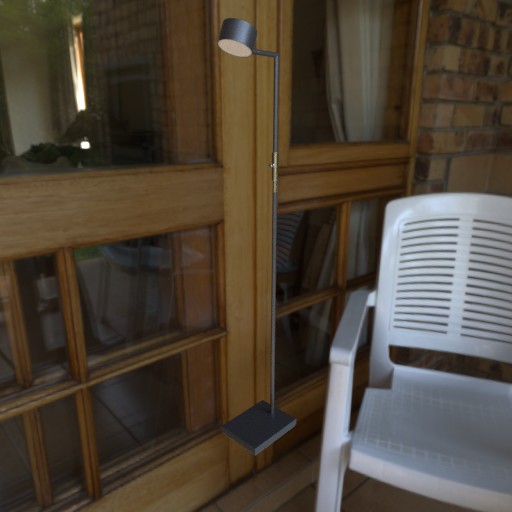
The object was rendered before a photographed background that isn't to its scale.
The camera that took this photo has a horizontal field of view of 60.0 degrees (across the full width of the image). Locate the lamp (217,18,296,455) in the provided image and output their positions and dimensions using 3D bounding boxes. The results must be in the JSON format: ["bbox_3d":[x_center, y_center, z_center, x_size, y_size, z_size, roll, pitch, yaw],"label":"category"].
[{"bbox_3d":[0.000,0.000,1.699,0.203,1.600,0.304,15,23,41],"label":"lamp"}]
